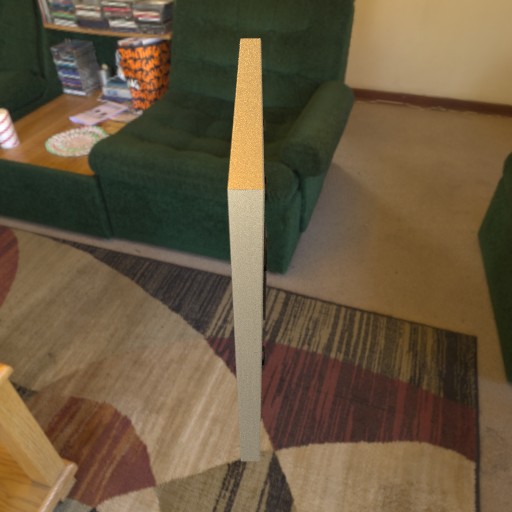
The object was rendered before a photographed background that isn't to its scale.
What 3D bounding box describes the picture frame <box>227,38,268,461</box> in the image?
[{"bbox_3d":[0.000,0.000,0.517,0.036,0.386,0.307,0,42,0],"label":"picture frame"}]
